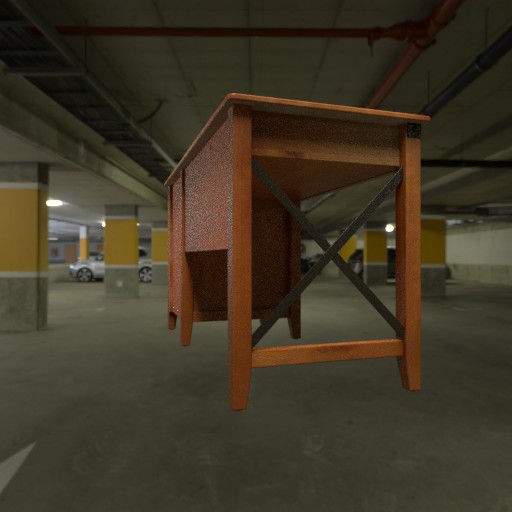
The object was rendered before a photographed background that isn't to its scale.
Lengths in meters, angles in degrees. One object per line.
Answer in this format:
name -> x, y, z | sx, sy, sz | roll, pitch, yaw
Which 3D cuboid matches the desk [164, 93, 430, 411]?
desk -> 0.000, 0.000, 1.759 | 0.574, 0.756, 1.353 | 0, 0, -18
